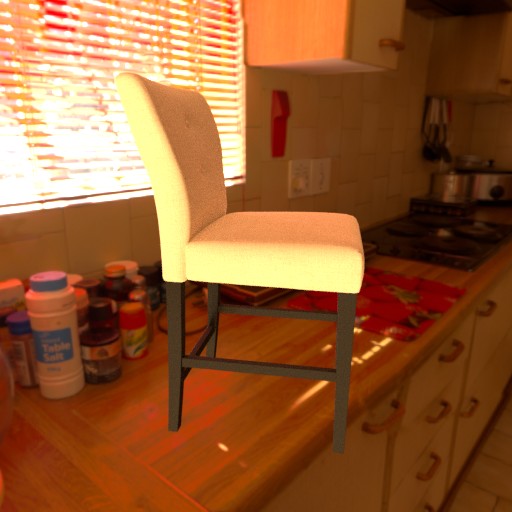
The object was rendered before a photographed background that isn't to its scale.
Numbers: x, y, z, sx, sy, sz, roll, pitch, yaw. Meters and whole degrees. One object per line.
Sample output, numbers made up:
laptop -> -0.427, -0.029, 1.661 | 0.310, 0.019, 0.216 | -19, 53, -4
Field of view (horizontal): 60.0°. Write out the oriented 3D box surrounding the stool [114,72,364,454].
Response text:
stool -> 0.000, 0.000, 1.310 | 0.603, 0.972, 0.514 | 3, 16, 10
